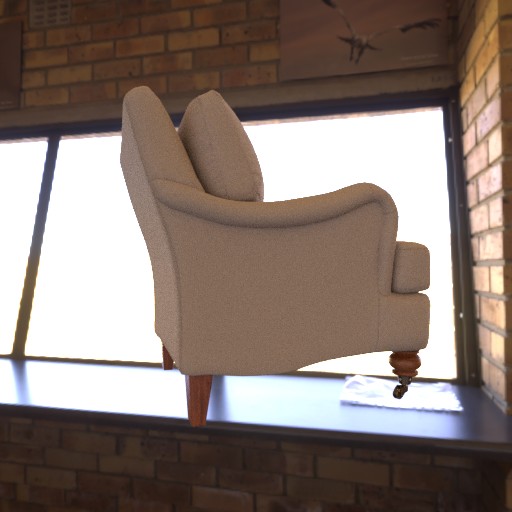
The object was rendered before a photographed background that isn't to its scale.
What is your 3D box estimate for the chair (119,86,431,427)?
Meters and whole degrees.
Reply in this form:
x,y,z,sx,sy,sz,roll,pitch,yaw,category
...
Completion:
x,y,z,sx,sy,sz,roll,pitch,yaw,category
0.000,0.000,1.822,1.070,1.038,0.955,0,-1,-18,chair
